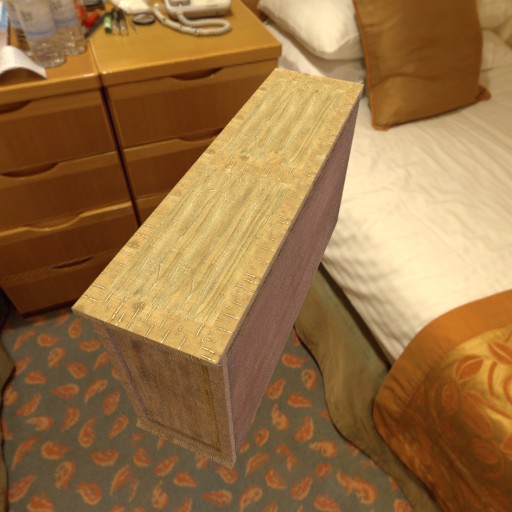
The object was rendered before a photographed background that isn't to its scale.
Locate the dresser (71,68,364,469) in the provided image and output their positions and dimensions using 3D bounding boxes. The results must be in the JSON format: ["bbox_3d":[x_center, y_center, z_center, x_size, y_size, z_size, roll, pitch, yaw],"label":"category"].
[{"bbox_3d":[0.000,0.000,2.077,0.457,1.016,1.626,17,50,15],"label":"dresser"}]
